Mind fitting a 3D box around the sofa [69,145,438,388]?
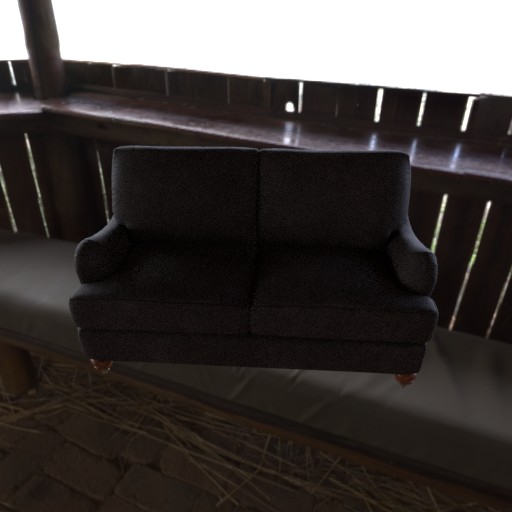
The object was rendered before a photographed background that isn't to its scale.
[{"bbox_3d":[0.000,0.000,2.567,1.853,1.101,1.084,2,29,3],"label":"sofa"}]
